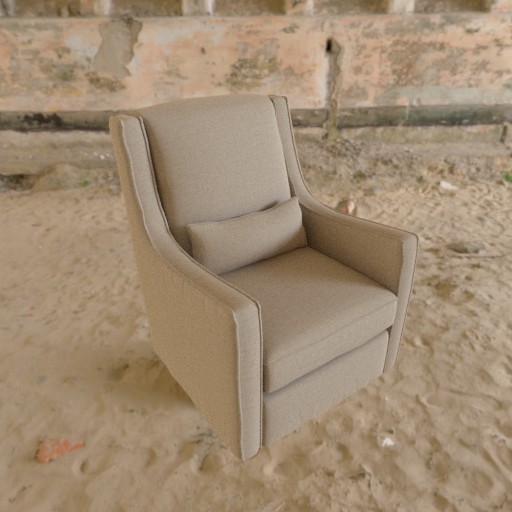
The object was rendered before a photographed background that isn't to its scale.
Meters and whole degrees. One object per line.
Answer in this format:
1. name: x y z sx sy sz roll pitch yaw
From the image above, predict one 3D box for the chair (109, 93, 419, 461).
1. chair: 0.000 0.000 1.601 0.732 0.993 0.879 -20 35 -30
